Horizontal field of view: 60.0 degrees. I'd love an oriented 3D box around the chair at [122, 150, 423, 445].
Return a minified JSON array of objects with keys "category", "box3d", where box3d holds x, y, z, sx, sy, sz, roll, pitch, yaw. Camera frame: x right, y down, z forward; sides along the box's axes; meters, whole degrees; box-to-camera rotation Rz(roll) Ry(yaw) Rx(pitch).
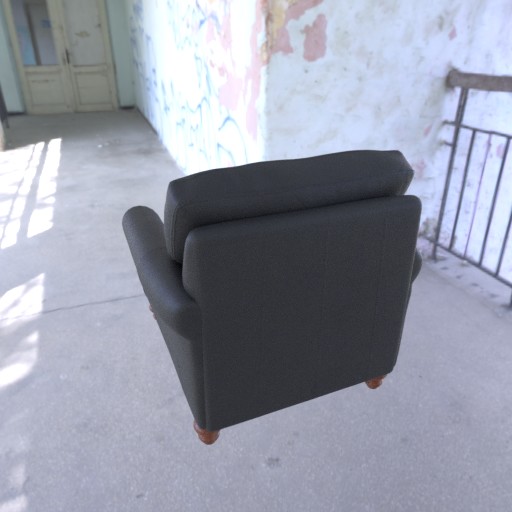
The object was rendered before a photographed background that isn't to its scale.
[{"category":"chair","box3d":[0.000,0.000,1.827,1.015,0.960,1.027,-8,28,-16]}]
